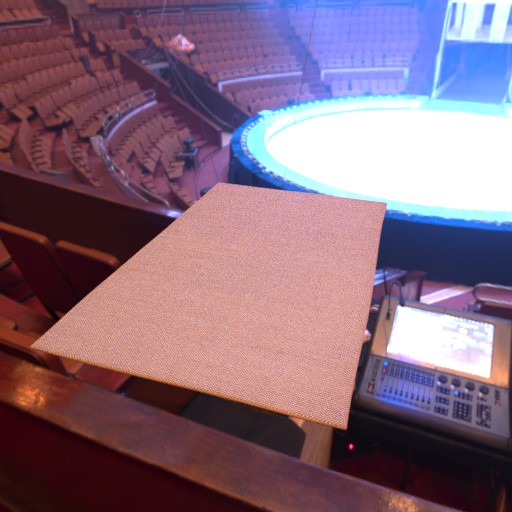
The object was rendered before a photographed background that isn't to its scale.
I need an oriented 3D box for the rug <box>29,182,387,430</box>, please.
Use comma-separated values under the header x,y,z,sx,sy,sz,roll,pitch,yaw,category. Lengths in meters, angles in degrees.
x,y,z,sx,sy,sz,roll,pitch,yaw,category
0.000,0.000,2.042,1.078,0.013,1.678,9,31,16,rug
